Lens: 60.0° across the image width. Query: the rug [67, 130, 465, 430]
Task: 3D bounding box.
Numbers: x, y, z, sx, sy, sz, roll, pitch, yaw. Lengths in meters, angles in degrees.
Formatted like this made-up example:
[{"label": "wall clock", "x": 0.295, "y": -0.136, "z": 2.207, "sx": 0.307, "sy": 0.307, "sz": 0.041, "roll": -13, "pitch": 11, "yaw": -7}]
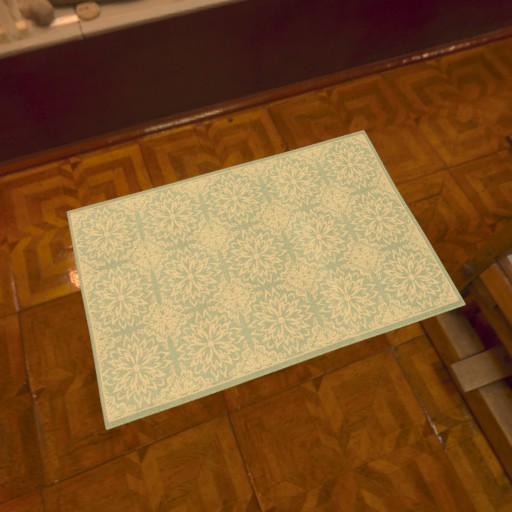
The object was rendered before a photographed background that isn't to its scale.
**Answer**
[{"label": "rug", "x": 0.000, "y": 0.000, "z": 3.546, "sx": 2.746, "sy": 0.018, "sz": 1.819, "roll": -17, "pitch": 65, "yaw": -8}]
